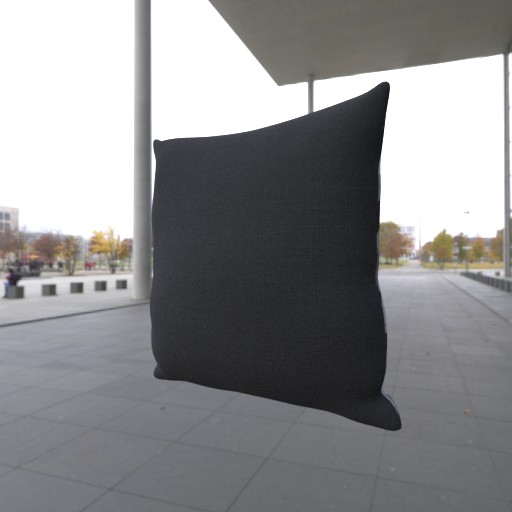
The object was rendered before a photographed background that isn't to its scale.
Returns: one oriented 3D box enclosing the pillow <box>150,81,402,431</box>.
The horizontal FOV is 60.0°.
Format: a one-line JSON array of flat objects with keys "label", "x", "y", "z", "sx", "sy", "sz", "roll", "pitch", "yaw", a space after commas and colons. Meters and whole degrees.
[{"label": "pillow", "x": 0.000, "y": 0.000, "z": 0.770, "sx": 0.503, "sy": 0.496, "sz": 0.208, "roll": 0, "pitch": -1, "yaw": 35}]
